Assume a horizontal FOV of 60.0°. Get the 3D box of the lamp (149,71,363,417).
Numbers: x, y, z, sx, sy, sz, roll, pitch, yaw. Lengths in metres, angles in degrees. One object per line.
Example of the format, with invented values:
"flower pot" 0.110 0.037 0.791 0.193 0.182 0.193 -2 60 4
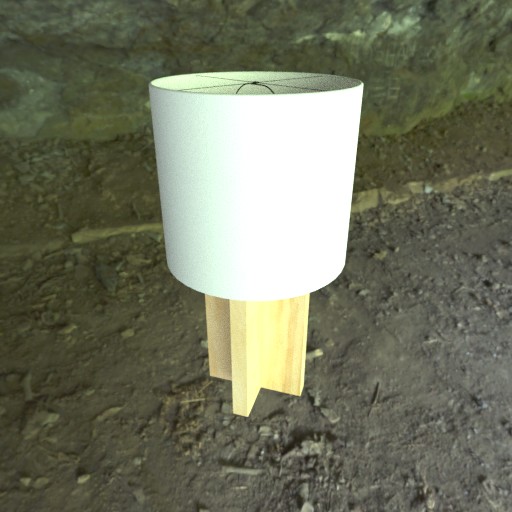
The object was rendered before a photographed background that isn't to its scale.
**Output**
"lamp" 0.000 0.000 0.579 0.229 0.428 0.229 8 28 16
